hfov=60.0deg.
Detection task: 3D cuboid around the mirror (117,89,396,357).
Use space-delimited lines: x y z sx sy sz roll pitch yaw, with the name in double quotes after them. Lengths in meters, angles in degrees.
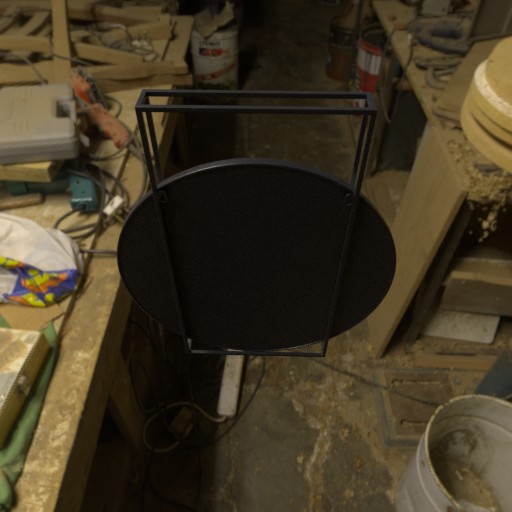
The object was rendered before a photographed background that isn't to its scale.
0.000 0.000 0.808 0.508 0.603 0.051 1 46 1 "mirror"
